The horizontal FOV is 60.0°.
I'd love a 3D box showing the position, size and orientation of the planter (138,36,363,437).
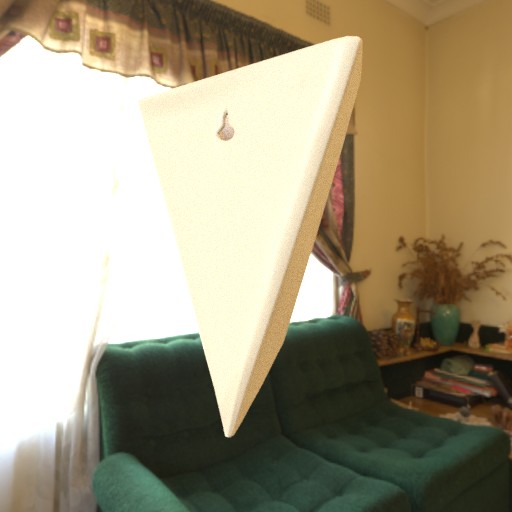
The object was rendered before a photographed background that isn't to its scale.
[{"bbox_3d":[0.000,0.000,0.262,0.150,0.197,0.060,0,0,35],"label":"planter"}]
